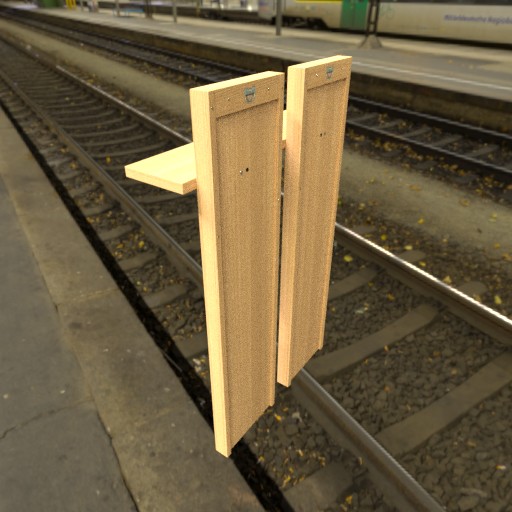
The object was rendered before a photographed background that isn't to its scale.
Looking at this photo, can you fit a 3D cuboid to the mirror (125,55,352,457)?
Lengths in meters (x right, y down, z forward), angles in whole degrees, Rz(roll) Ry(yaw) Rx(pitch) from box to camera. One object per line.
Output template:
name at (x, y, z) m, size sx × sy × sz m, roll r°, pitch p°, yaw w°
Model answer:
mirror at (0.000, 0.000, 1.575) m, size 0.260 × 1.250 × 0.800 m, roll 20°, pitch 37°, yaw 30°
